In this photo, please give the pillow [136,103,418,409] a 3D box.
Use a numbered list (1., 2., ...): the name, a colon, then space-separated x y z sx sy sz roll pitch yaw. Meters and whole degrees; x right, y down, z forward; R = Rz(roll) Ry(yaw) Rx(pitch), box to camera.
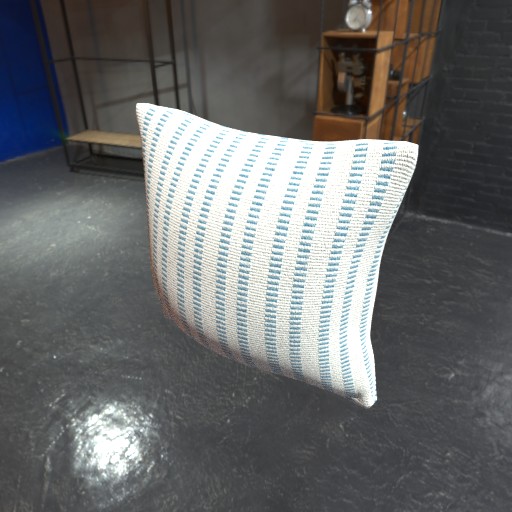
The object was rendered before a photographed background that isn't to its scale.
1. pillow: 0.000 0.000 0.691 0.438 0.419 0.247 18 35 28
